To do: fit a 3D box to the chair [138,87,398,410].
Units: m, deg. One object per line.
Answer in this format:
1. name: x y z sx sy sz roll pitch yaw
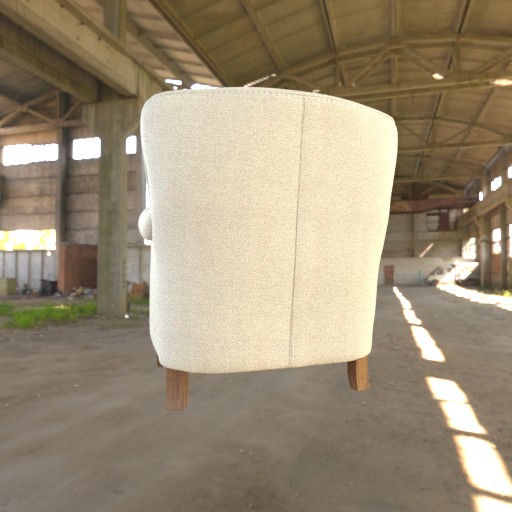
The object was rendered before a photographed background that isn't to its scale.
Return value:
1. chair: 0.000 0.000 1.656 0.861 0.936 0.921 0 -2 -17
